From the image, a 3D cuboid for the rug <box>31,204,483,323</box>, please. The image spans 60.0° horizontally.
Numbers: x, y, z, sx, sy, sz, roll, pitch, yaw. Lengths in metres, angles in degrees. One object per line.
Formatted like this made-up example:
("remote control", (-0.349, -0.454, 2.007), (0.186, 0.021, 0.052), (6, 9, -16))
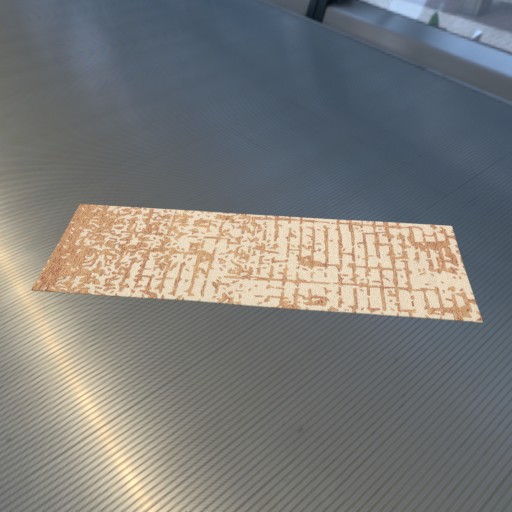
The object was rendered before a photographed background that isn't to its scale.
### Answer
("rug", (0.000, 0.000, 2.637), (2.435, 0.011, 0.750), (4, 46, 4))
